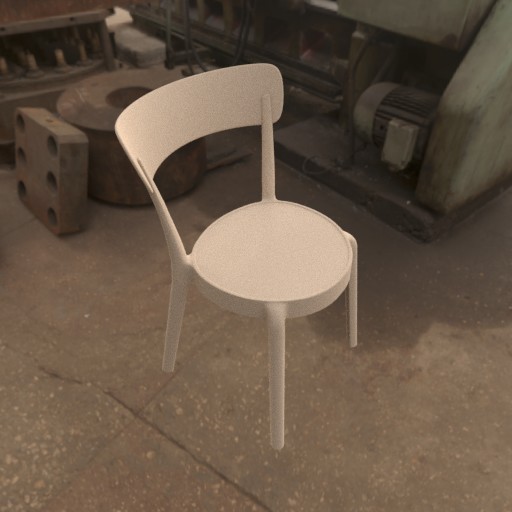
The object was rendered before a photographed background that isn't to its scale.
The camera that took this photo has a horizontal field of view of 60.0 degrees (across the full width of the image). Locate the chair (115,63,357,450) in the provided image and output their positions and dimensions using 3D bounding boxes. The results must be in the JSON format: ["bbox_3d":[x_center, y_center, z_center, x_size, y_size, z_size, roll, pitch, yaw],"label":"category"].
[{"bbox_3d":[0.000,0.000,1.149,0.491,0.790,0.506,26,46,27],"label":"chair"}]
